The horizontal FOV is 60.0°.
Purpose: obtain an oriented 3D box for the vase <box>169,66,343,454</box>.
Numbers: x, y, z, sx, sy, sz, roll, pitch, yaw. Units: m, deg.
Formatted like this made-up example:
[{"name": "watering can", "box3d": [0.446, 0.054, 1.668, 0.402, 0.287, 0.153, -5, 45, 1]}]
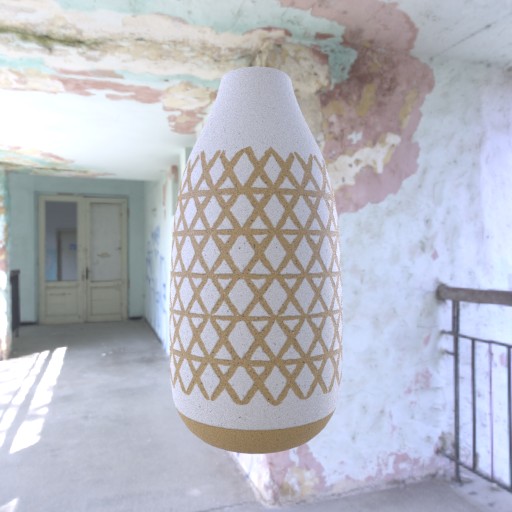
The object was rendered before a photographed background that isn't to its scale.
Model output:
[{"name": "vase", "box3d": [0.000, 0.000, 0.482, 0.186, 0.380, 0.186, 0, 1, 0]}]
